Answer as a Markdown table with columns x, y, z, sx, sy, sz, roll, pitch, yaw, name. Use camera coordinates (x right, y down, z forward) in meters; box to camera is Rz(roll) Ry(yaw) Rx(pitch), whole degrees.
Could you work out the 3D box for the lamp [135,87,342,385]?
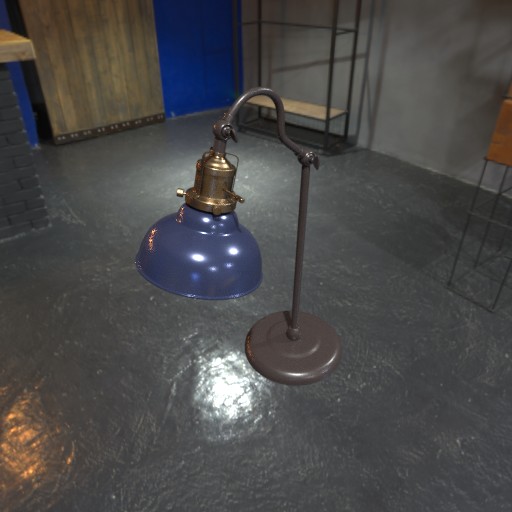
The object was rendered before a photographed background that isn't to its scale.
| x | y | z | sx | sy | sz | roll | pitch | yaw | name |
| --- | --- | --- | --- | --- | --- | --- | --- | --- | --- |
| 0.000 | 0.000 | 0.697 | 0.374 | 0.508 | 0.192 | -22 | 39 | -30 | lamp |
